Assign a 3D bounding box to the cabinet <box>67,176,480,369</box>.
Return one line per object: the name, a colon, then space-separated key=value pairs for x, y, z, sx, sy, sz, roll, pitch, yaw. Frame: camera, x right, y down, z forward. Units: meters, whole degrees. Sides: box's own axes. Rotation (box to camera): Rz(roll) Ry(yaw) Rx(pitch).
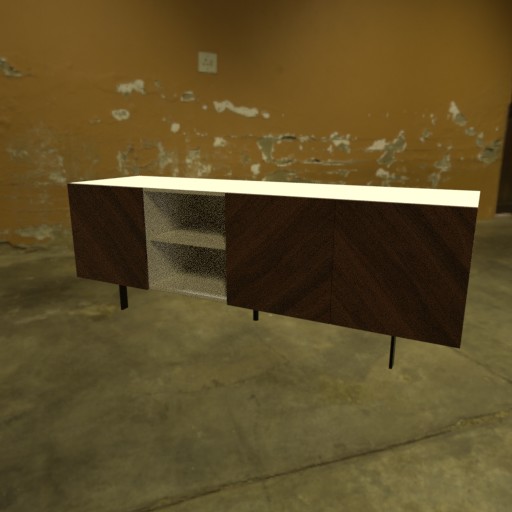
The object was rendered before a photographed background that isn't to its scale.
cabinet: x=0.000 y=0.000 z=1.722 sx=1.499 sy=0.533 sz=0.431 roll=7 pitch=16 yaw=26
